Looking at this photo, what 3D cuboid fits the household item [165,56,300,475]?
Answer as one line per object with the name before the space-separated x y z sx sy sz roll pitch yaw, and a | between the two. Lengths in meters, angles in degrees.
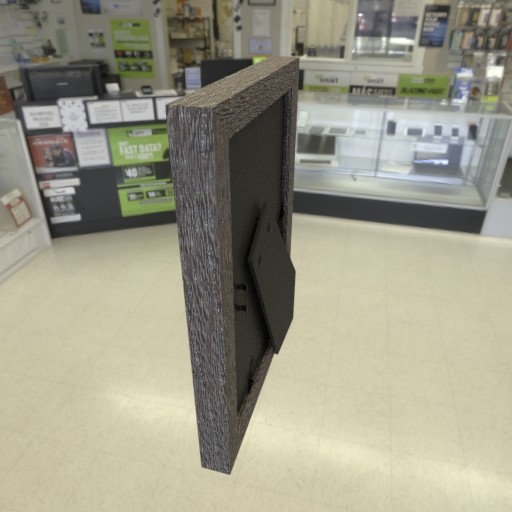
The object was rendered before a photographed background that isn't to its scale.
household item | 0.000 0.000 0.235 0.020 0.180 0.133 8 31 14
